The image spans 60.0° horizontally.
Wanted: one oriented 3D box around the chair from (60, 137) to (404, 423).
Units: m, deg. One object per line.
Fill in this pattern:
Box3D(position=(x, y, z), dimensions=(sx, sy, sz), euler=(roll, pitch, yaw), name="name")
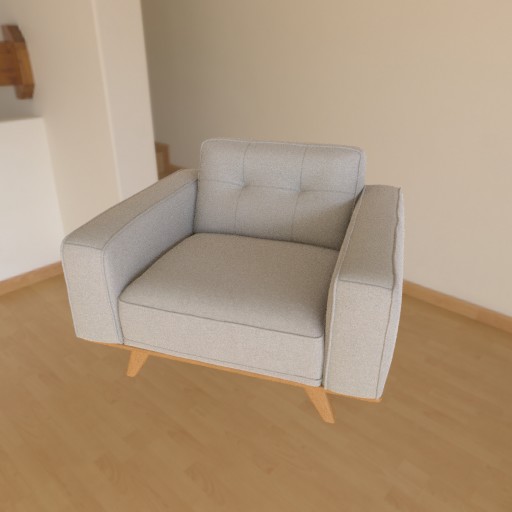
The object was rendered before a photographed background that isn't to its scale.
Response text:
Box3D(position=(0.000, 0.000, 1.780), dimensions=(1.115, 0.779, 0.953), euler=(8, 27, 16), name="chair")
